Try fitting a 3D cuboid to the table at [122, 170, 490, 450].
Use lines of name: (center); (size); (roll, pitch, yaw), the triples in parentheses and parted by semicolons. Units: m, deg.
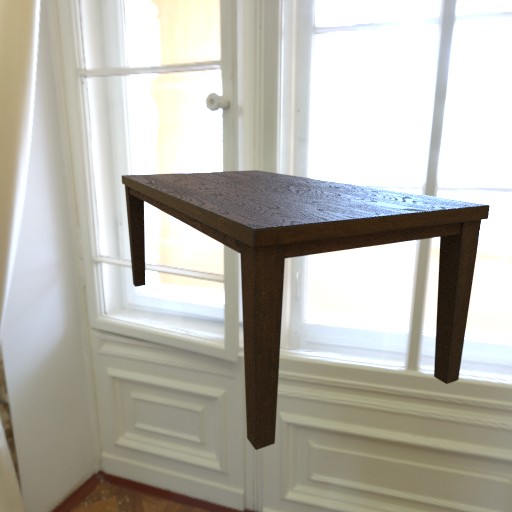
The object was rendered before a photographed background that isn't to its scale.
table: (0.000, 0.000, 2.430); (1.016, 0.762, 1.981); (-8, 17, -26)
